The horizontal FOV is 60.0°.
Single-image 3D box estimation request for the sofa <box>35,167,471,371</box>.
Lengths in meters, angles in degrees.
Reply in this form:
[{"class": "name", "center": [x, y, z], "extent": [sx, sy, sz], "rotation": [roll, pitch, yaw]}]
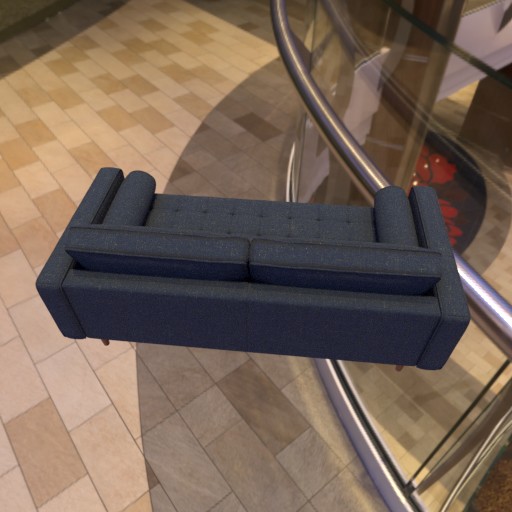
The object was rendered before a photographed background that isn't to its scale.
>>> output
[{"class": "sofa", "center": [0.000, 0.000, 2.317], "extent": [1.880, 0.762, 0.914], "rotation": [4, 47, 4]}]
